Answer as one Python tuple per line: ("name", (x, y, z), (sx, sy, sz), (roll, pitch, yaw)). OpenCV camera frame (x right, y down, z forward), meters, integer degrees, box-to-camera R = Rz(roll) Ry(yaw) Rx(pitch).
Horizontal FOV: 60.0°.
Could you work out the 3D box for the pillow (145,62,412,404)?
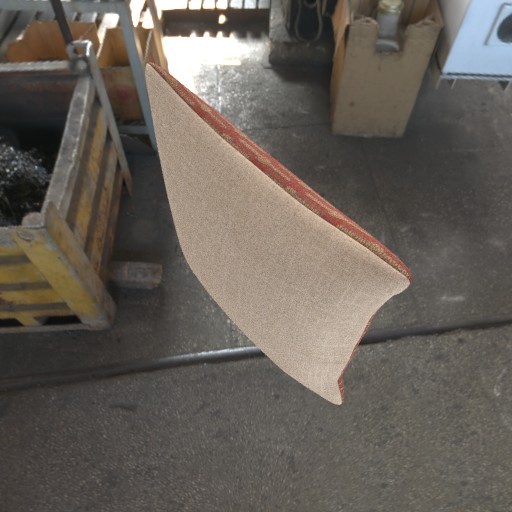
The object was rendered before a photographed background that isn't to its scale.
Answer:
("pillow", (0.000, 0.000, 0.778), (0.182, 0.503, 0.511), (-36, 64, -21))
